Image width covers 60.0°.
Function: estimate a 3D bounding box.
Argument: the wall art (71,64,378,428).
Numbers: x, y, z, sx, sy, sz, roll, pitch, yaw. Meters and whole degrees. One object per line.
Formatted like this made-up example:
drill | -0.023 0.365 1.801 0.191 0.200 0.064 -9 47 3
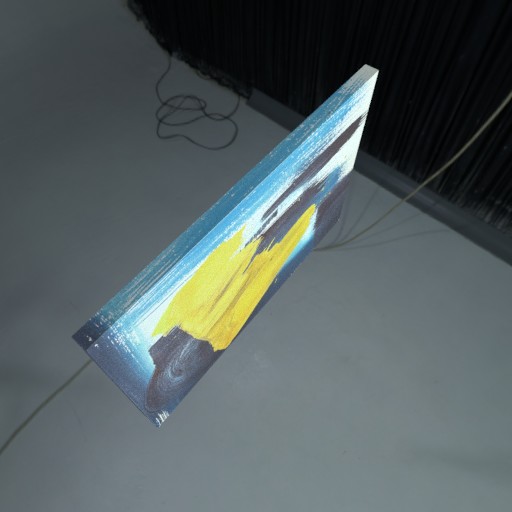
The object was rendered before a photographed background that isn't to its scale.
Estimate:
wall art | 0.000 0.000 1.159 0.039 0.610 0.914 34 64 19
